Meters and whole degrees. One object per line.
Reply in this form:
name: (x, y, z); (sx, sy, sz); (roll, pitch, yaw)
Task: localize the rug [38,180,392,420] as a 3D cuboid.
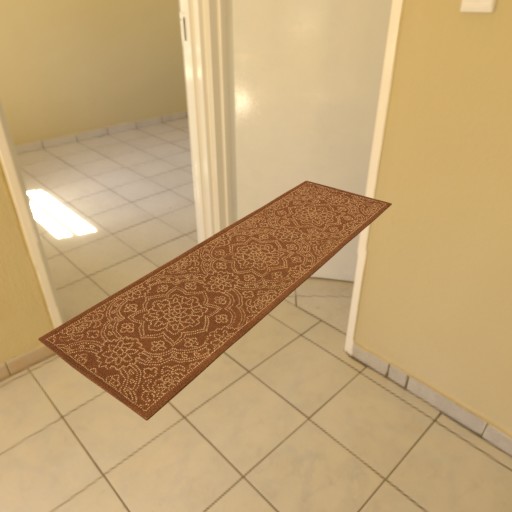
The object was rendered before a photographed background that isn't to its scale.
rug: (0.000, 0.000, 2.736); (0.769, 0.012, 2.448); (22, 38, 31)
